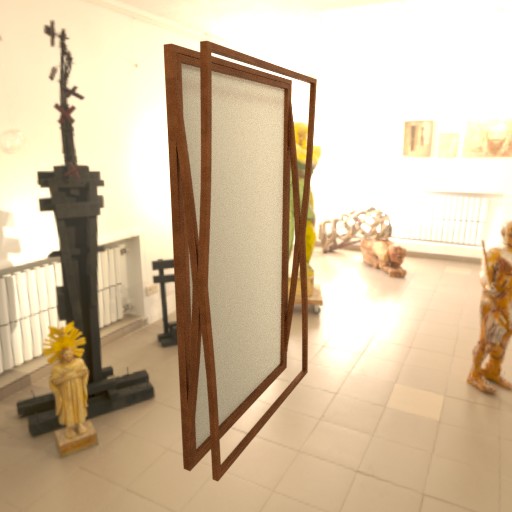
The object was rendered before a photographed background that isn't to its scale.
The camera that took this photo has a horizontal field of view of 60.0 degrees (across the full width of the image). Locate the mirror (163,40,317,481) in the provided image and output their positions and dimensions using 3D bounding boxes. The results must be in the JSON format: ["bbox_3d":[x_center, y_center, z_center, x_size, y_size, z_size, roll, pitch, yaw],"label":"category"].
[{"bbox_3d":[0.000,0.000,0.959,0.082,0.768,0.468,7,16,27],"label":"mirror"}]
